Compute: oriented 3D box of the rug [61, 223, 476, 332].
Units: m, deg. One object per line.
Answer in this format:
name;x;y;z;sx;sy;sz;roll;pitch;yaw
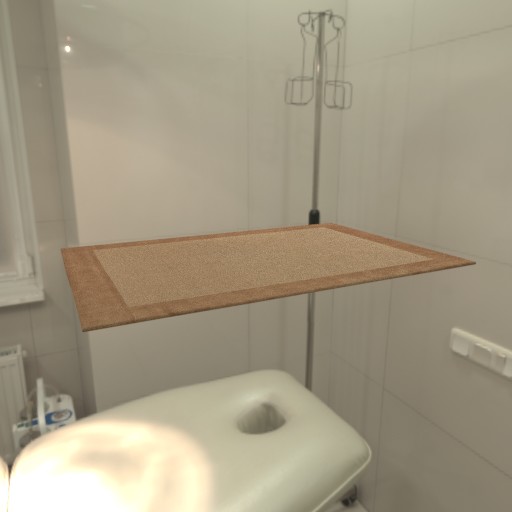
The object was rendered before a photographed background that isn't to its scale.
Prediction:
rug;0.000;0.000;2.326;1.829;0.014;1.219;-7;16;-25
